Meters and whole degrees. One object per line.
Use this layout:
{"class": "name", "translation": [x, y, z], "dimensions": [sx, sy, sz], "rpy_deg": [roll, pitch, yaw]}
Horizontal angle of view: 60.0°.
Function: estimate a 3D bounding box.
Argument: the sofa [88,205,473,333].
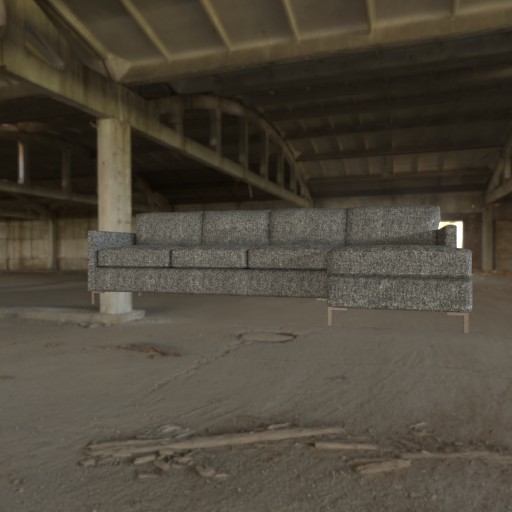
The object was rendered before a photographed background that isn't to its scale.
{"class": "sofa", "translation": [0.000, 0.000, 4.019], "dimensions": [3.384, 0.970, 1.488], "rpy_deg": [0, 1, 18]}
